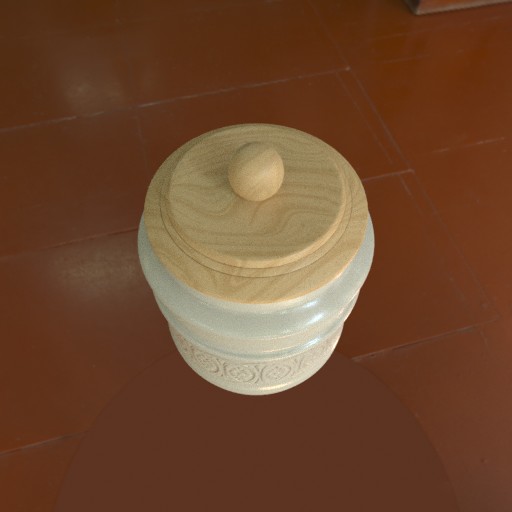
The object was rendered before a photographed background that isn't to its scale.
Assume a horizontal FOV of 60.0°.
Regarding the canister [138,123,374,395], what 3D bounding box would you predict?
[{"bbox_3d":[0.000,0.000,0.270,0.130,0.176,0.130,0,59,0],"label":"canister"}]
